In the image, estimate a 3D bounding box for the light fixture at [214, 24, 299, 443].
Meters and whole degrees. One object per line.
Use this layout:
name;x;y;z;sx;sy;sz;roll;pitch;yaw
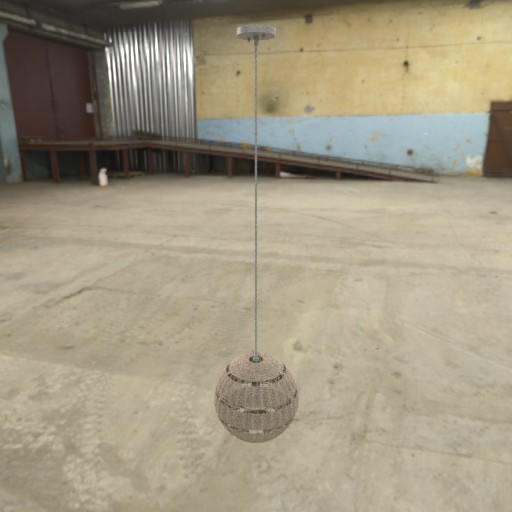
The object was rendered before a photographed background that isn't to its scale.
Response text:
light fixture;0.000;0.000;2.172;0.457;2.019;0.457;-14;21;-42
